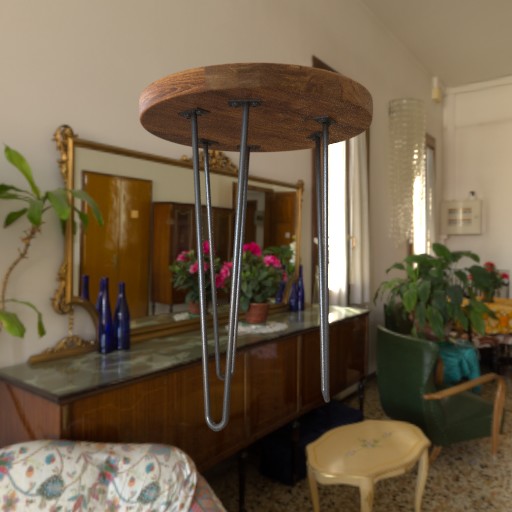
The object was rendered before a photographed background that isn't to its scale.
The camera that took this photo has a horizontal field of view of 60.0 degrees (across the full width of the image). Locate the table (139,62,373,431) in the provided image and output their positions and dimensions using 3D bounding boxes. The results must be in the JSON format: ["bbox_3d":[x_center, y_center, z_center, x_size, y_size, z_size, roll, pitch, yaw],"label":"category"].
[{"bbox_3d":[0.000,0.000,0.788,0.400,0.520,0.400,0,1,0],"label":"table"}]
